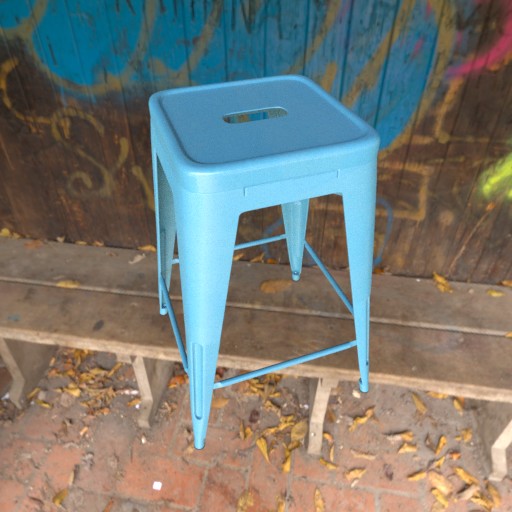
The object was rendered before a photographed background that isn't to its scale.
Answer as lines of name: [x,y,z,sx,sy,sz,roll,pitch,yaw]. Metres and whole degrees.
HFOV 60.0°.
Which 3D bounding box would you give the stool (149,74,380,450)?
stool: [0.000,0.000,0.907,0.410,0.608,0.410,-13,43,-15]
